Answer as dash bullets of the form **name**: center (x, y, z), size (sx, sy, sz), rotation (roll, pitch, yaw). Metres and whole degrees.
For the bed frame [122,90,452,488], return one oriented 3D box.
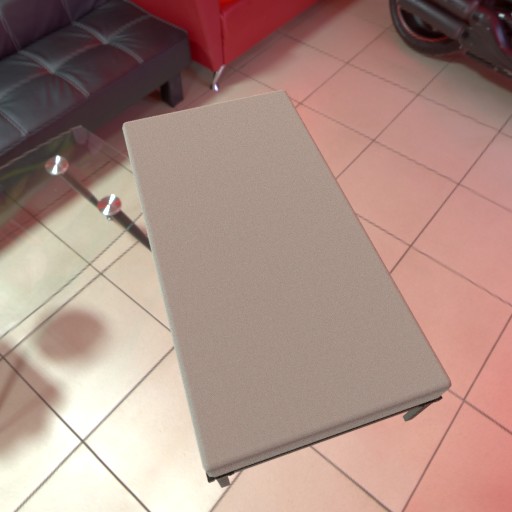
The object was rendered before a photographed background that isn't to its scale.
- **bed frame**: center (0.000, 0.000, 3.174), size (1.393, 0.680, 2.635), rotation (-15, 58, -10)
